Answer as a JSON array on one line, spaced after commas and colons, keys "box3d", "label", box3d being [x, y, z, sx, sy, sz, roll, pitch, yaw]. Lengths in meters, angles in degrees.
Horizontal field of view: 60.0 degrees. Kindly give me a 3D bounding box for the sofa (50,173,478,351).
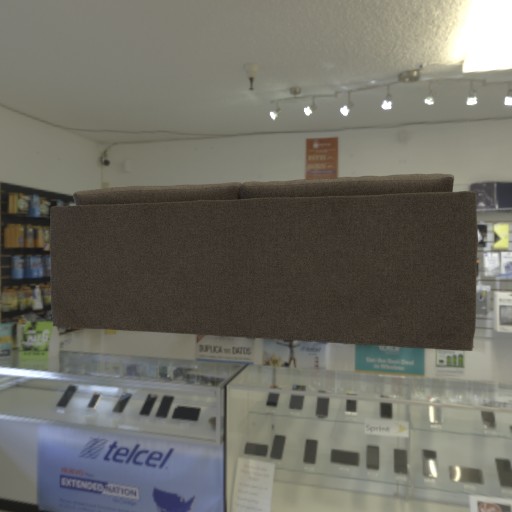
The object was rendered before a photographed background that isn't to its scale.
[{"box3d": [0.000, 0.000, 3.210, 2.779, 0.998, 1.036, 0, 1, 17], "label": "sofa"}]
